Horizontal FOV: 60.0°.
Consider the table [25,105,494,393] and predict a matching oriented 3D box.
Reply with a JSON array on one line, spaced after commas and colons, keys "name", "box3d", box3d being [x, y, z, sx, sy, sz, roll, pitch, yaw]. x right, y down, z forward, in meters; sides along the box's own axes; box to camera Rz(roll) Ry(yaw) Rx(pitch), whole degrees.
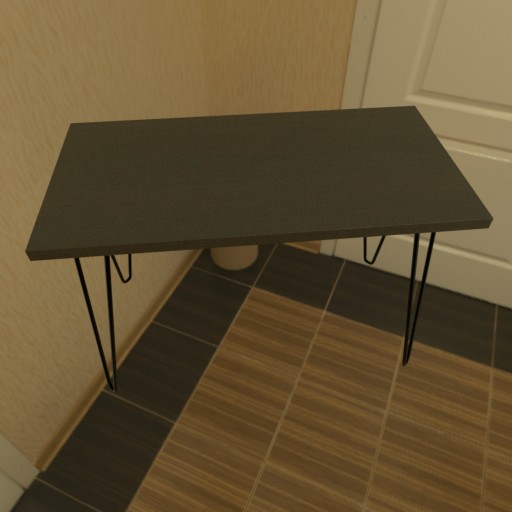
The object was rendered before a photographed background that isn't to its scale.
[{"name": "table", "box3d": [0.000, 0.000, 1.342, 0.991, 0.660, 0.499, -4, 47, -4]}]
